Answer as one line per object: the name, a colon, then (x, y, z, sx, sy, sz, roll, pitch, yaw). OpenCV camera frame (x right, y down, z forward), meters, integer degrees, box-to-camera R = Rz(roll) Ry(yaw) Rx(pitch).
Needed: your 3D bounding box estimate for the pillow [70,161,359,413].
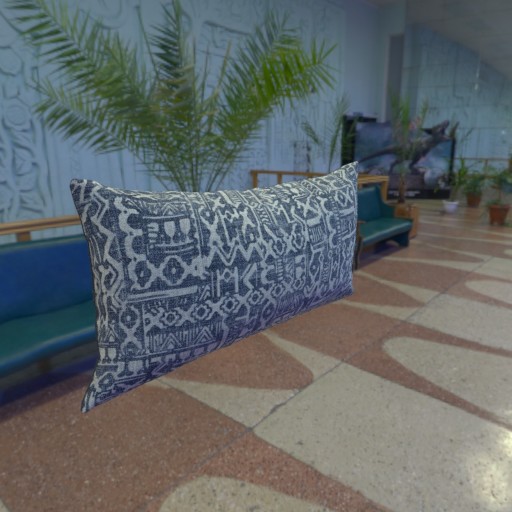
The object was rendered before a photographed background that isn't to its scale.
pillow: (0.000, 0.000, 0.738, 0.148, 0.292, 0.631, 13, 19, 42)
